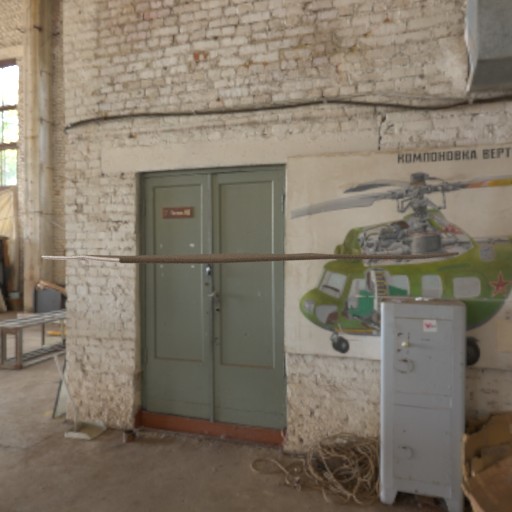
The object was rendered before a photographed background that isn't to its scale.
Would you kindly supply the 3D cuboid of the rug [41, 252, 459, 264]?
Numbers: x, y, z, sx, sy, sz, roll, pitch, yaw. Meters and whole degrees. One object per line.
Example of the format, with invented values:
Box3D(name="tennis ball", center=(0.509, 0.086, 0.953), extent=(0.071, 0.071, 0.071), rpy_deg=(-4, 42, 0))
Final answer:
Box3D(name="rug", center=(0.000, 0.000, 3.051), extent=(2.430, 0.053, 1.553), rpy_deg=(0, 1, -36))
